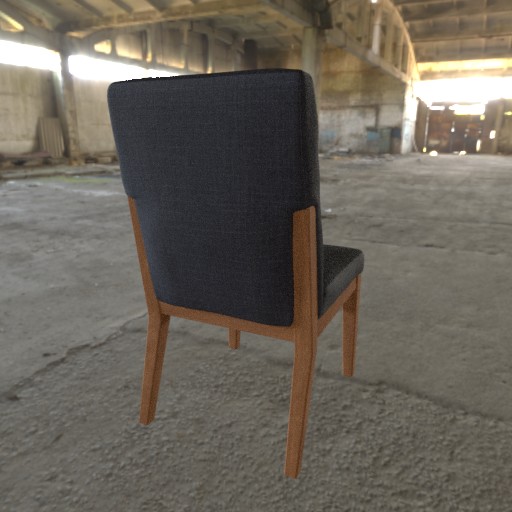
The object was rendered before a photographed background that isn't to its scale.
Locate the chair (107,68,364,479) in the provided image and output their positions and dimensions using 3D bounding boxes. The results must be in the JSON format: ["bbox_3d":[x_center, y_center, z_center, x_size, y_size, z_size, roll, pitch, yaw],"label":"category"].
[{"bbox_3d":[0.000,0.000,1.261,0.507,0.911,0.586,8,17,26],"label":"chair"}]
